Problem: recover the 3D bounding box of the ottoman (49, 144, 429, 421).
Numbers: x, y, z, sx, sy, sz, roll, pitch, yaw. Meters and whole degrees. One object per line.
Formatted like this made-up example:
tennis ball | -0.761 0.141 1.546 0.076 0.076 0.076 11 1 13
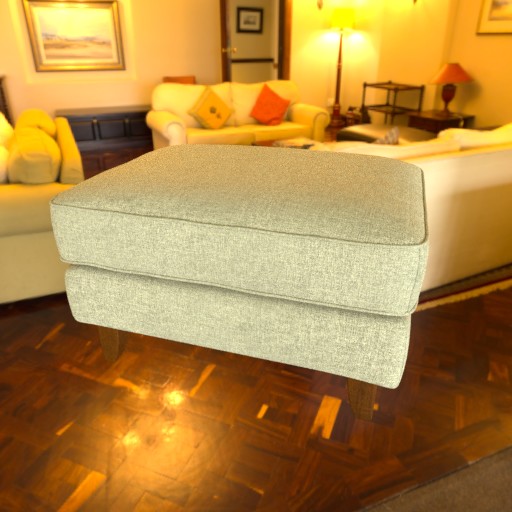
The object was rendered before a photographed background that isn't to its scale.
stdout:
ottoman | 0.000 0.000 1.299 0.889 0.561 0.661 8 27 16
